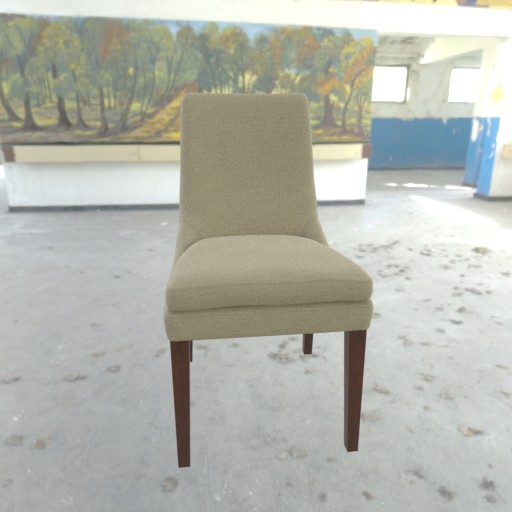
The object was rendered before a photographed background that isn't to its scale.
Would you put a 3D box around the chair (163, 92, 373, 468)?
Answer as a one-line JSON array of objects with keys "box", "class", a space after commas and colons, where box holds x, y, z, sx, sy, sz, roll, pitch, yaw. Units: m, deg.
[{"box": [0.000, 0.000, 1.321, 0.515, 0.940, 0.638, -2, 17, -7], "class": "chair"}]
